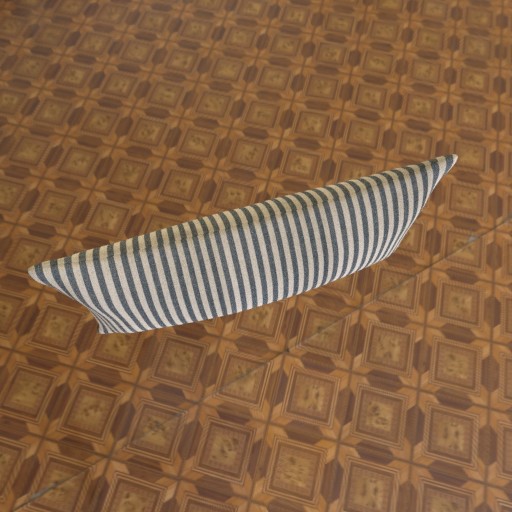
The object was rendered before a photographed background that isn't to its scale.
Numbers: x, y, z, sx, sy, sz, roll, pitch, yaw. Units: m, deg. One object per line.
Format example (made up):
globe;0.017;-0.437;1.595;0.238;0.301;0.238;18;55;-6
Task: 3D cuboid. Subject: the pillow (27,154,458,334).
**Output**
pillow;0.000;0.000;0.736;0.617;0.295;0.151;-16;65;-7
